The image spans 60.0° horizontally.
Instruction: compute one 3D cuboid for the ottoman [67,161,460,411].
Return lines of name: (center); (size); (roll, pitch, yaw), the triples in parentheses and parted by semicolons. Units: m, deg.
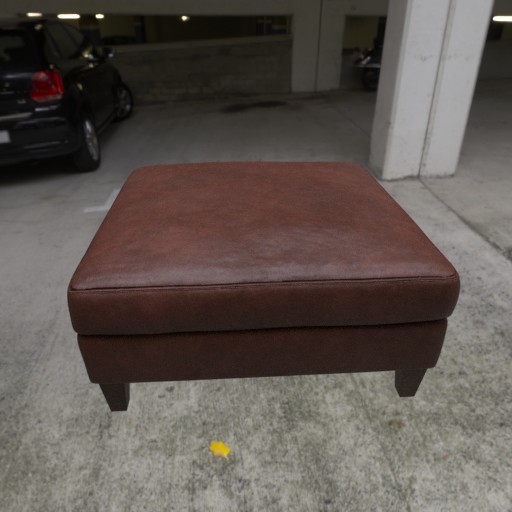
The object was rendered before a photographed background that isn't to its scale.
ottoman: (0.000, 0.000, 1.318); (0.836, 0.415, 0.844); (-2, 29, -3)
